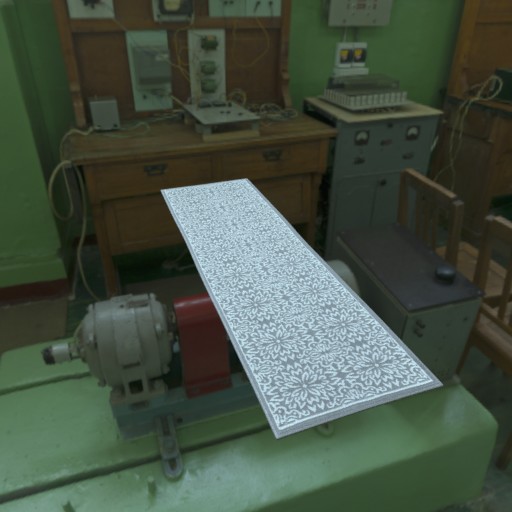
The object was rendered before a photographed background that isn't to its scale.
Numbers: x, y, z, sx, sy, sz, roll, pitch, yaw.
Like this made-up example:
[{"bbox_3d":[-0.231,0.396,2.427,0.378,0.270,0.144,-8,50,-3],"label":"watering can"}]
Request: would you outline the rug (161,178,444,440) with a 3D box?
[{"bbox_3d":[0.000,0.000,2.404,0.662,0.011,2.196,-11,33,-17],"label":"rug"}]
